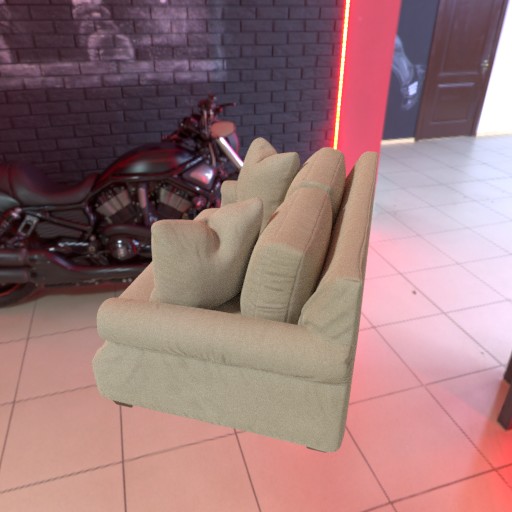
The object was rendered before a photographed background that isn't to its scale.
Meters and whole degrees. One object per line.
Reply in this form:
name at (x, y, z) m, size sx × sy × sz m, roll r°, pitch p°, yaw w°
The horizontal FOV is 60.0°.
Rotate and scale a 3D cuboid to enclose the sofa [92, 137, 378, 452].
sofa at (0.000, 0.000, 2.205) m, size 1.070 × 0.905 × 1.550 m, roll 8°, pitch 30°, yaw 13°
